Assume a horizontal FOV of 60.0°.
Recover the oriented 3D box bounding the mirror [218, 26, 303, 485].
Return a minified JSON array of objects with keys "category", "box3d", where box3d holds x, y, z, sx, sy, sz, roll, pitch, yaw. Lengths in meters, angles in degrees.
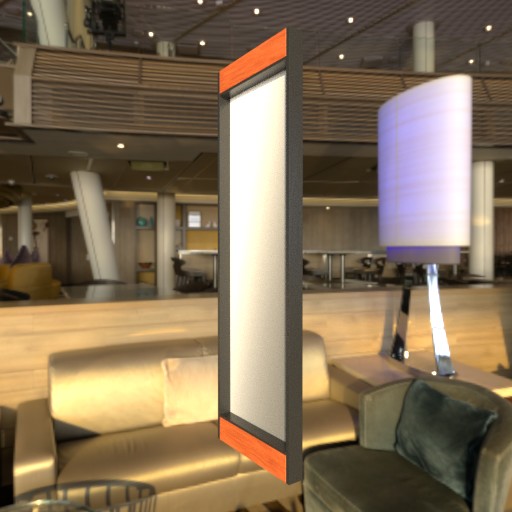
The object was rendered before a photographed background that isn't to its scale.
[{"category":"mirror","box3d":[0.000,0.000,1.236,0.047,1.123,0.343,0,0,-35]}]
